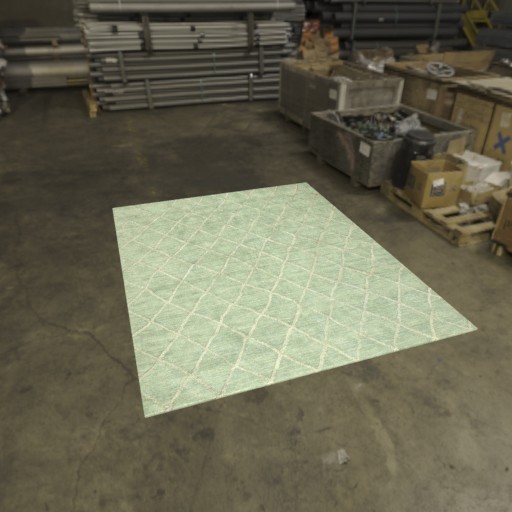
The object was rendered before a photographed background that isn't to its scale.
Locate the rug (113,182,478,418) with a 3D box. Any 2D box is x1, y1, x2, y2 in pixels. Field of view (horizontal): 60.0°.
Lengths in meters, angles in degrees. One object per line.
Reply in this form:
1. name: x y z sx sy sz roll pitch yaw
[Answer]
1. rug: 0.000 0.000 4.163 2.420 0.019 3.039 -10 33 -16
